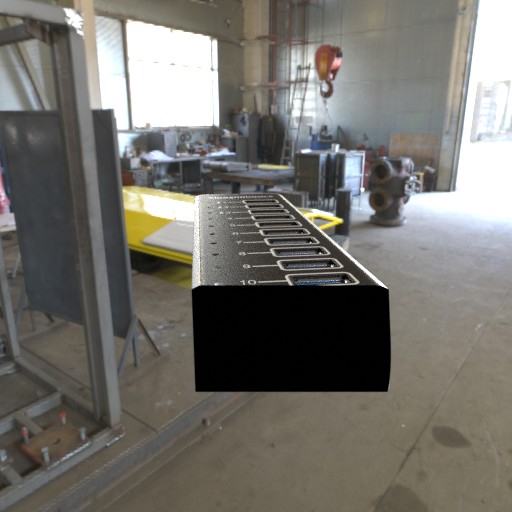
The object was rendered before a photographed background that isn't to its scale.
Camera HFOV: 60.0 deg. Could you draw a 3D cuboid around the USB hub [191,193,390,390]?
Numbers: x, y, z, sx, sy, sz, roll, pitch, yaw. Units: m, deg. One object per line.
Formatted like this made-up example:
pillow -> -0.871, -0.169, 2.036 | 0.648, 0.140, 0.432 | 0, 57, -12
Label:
USB hub -> 0.000, 0.000, 0.161 | 0.044, 0.023, 0.145 | -2, 17, -7
